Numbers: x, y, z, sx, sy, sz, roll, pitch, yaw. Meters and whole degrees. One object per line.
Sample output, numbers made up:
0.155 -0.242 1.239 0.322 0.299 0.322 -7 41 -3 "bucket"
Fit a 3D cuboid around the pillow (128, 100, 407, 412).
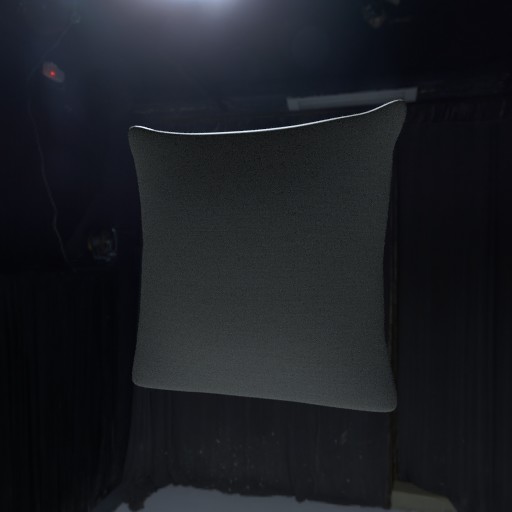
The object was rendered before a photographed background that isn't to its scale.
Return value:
0.000 0.000 0.704 0.451 0.449 0.191 0 1 17 "pillow"
